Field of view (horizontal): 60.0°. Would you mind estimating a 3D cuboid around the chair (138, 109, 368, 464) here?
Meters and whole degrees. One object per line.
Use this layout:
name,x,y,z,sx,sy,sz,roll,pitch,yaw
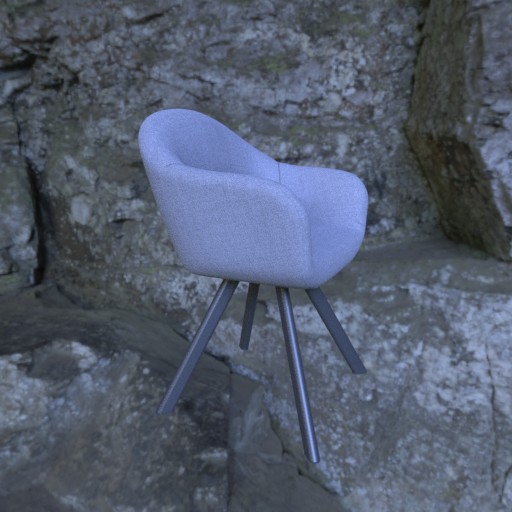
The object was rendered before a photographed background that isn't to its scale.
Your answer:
chair,0.000,0.000,1.228,0.550,0.795,0.590,6,14,26
